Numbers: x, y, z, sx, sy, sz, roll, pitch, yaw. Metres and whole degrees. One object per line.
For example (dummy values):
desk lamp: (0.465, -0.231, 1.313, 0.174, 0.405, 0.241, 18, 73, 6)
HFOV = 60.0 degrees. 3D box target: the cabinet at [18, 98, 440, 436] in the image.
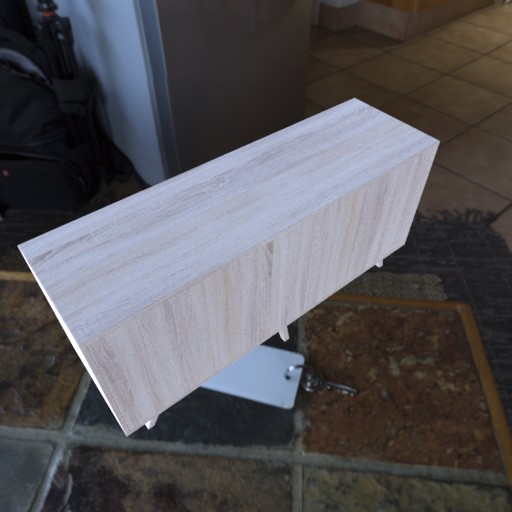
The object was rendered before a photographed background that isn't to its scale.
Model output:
cabinet: (0.000, 0.000, 1.990, 1.650, 0.780, 0.500, -30, 54, -25)
